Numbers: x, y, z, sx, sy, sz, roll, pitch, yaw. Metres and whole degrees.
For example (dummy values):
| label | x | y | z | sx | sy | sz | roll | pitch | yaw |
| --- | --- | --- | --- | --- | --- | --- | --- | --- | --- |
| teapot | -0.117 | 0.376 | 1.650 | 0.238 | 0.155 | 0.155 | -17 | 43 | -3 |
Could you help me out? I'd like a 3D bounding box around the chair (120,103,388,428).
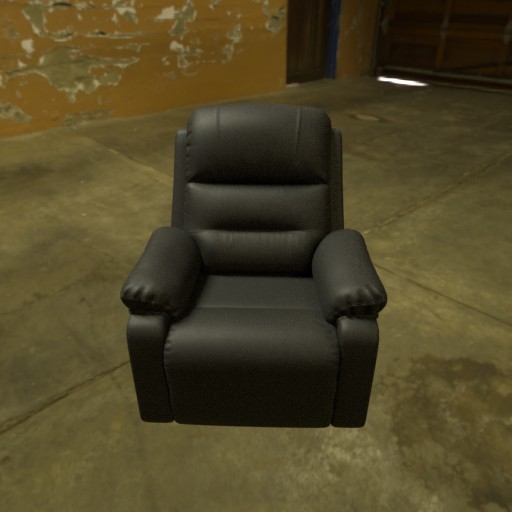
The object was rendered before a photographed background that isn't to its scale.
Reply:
| label | x | y | z | sx | sy | sz | roll | pitch | yaw |
| --- | --- | --- | --- | --- | --- | --- | --- | --- | --- |
| chair | 0.000 | 0.000 | 1.698 | 0.855 | 0.992 | 0.919 | 1 | 29 | 2 |
